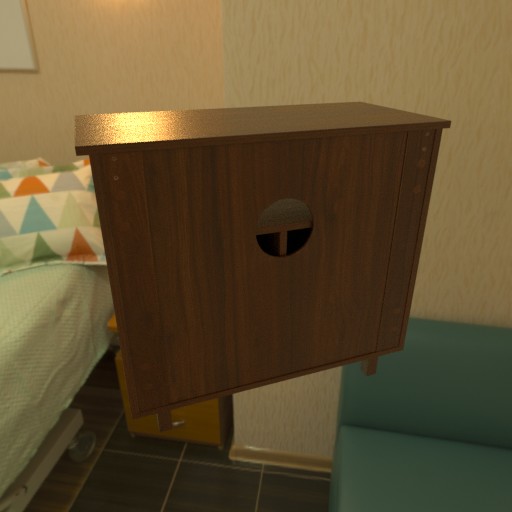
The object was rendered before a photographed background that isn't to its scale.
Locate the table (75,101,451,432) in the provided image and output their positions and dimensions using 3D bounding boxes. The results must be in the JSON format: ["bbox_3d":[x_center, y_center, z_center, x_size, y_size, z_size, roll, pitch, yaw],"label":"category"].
[{"bbox_3d":[0.000,0.000,1.203,0.802,0.725,0.390,-9,27,-18],"label":"table"}]
